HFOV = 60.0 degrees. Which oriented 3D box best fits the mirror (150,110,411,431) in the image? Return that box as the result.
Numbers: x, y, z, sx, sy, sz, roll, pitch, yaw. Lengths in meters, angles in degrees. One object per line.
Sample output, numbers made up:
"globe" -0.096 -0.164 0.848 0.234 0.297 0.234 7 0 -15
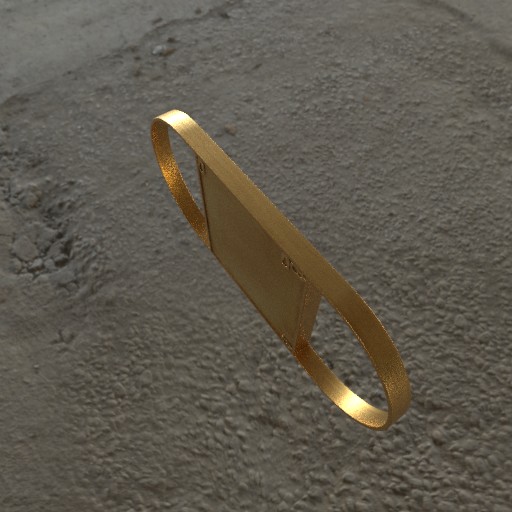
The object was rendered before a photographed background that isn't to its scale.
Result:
"mirror" 0.000 0.000 0.664 0.032 0.254 0.584 -31 63 -18
